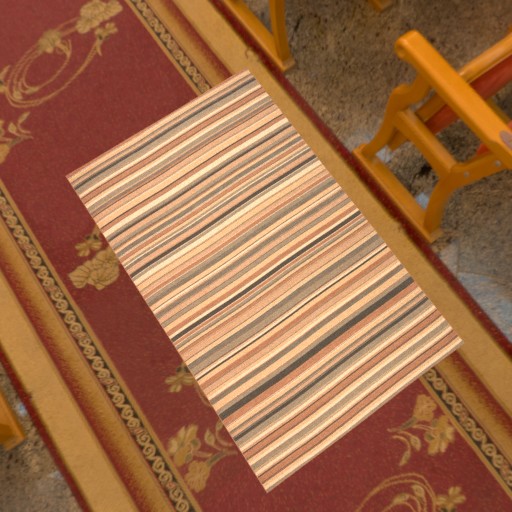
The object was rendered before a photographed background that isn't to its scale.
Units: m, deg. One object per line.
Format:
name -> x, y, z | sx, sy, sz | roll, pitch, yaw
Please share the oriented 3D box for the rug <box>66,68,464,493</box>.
rug -> 0.000, 0.000, 2.939 | 1.523, 0.014, 2.438 | -34, 79, -8
